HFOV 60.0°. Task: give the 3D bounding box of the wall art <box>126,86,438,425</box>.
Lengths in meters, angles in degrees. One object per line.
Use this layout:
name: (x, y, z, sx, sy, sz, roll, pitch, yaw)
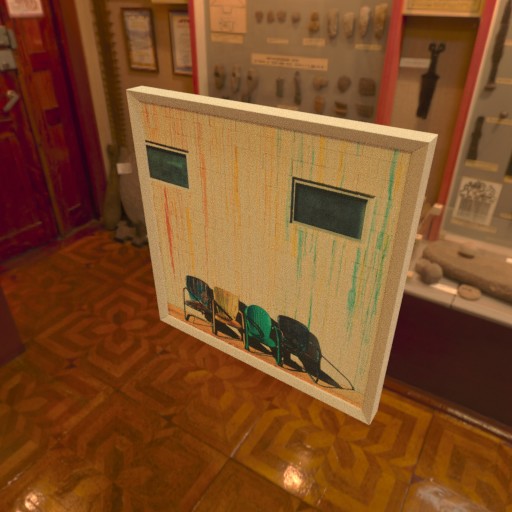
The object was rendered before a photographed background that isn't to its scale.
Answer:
wall art: (0.000, 0.000, 0.779, 0.508, 0.508, 0.037, 20, 37, 28)
